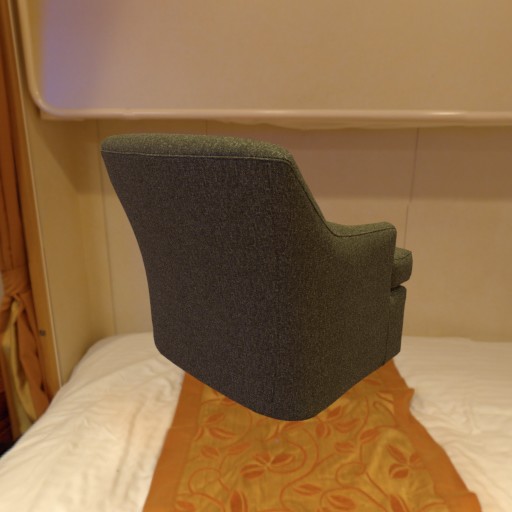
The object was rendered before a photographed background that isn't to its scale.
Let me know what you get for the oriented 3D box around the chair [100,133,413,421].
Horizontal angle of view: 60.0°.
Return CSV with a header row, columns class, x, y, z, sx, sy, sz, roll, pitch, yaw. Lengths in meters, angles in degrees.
class,x,y,z,sx,sy,sz,roll,pitch,yaw
chair,0.000,0.000,1.602,0.923,0.856,0.864,-15,21,-42
